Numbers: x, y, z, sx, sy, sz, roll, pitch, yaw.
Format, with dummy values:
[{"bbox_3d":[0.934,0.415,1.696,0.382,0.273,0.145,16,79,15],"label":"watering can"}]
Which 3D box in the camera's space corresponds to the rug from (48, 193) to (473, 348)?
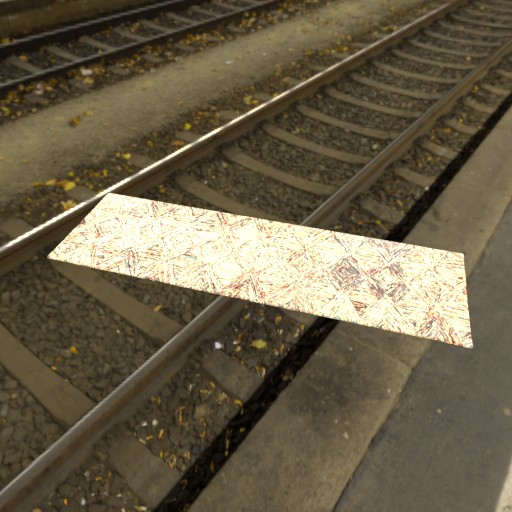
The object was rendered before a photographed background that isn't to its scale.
[{"bbox_3d":[0.000,0.000,2.541,2.292,0.015,0.688,11,43,12],"label":"rug"}]
